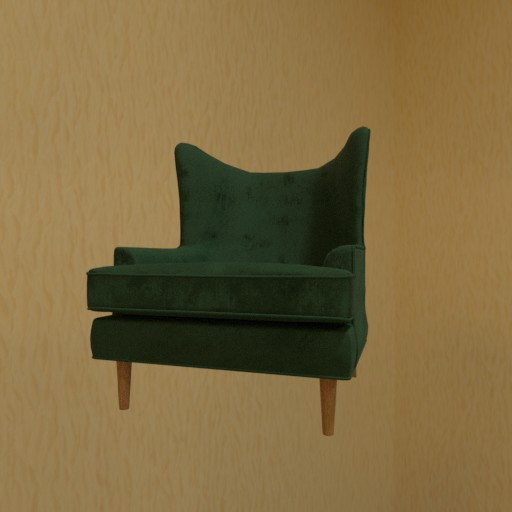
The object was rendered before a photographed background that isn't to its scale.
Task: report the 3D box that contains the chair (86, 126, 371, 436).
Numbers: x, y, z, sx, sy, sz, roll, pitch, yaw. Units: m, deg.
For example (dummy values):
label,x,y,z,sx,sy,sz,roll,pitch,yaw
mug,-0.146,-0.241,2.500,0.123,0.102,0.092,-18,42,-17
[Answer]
label,x,y,z,sx,sy,sz,roll,pitch,yaw
chair,0.000,0.000,1.611,0.793,0.952,0.910,0,0,18
